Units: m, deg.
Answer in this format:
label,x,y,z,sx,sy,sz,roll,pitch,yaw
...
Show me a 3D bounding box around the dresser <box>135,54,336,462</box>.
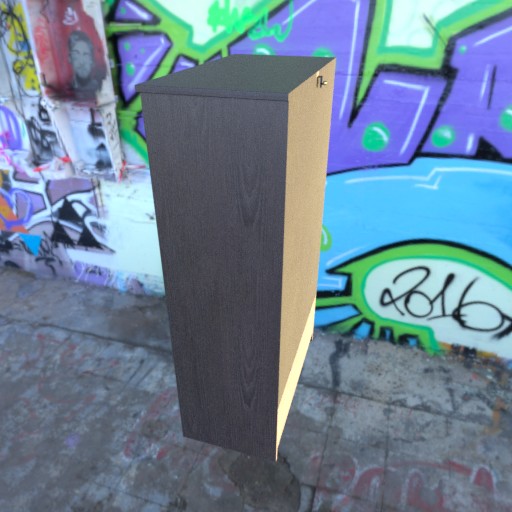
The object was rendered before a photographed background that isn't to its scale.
label,x,y,z,sx,sy,sz,roll,pitch,yaw
dresser,0.000,0.000,1.597,0.418,1.254,0.704,9,31,15
